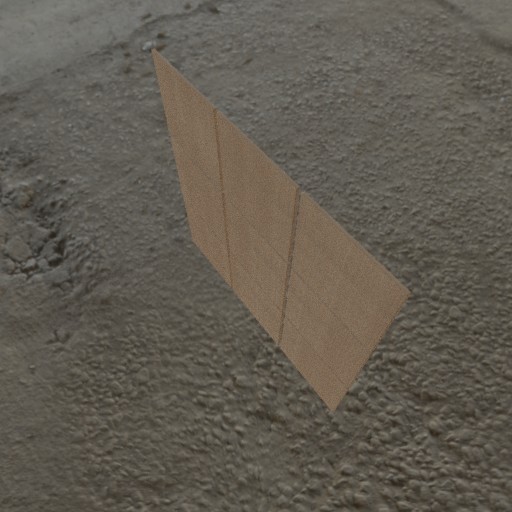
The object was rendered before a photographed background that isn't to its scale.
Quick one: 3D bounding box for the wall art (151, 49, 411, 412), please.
[{"bbox_3d":[0.000,0.000,1.834,0.013,1.218,1.219,-33,64,-19],"label":"wall art"}]
